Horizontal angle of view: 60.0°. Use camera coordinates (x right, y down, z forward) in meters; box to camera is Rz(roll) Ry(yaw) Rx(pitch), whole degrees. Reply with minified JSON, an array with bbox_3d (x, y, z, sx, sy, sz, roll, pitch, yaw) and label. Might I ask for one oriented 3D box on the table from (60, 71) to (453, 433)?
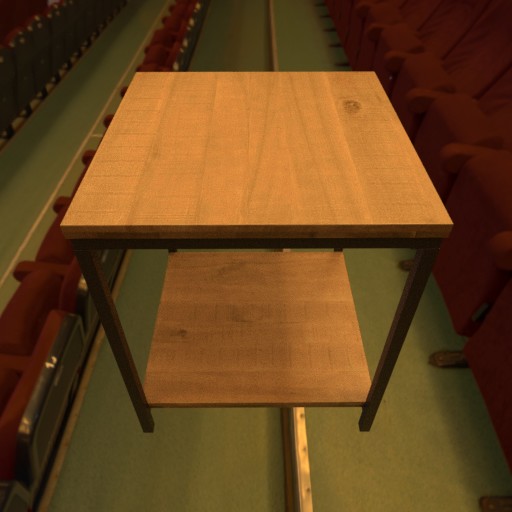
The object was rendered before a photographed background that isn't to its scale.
[{"bbox_3d":[0.000,0.000,0.952,0.503,0.589,0.507,0,43,0],"label":"table"}]
